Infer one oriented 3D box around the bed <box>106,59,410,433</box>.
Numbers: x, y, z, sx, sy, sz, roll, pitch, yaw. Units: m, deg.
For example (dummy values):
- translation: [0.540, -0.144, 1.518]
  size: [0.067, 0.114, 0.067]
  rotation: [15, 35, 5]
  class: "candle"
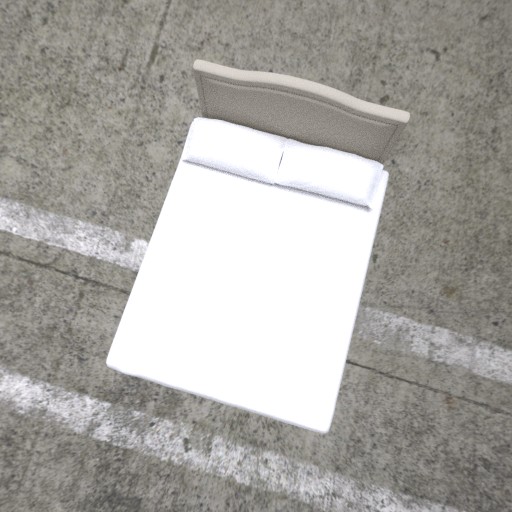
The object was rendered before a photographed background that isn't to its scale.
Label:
- translation: [0.000, 0.000, 3.681]
  size: [1.977, 1.437, 2.477]
  rotation: [16, 76, 4]
  class: "bed"
